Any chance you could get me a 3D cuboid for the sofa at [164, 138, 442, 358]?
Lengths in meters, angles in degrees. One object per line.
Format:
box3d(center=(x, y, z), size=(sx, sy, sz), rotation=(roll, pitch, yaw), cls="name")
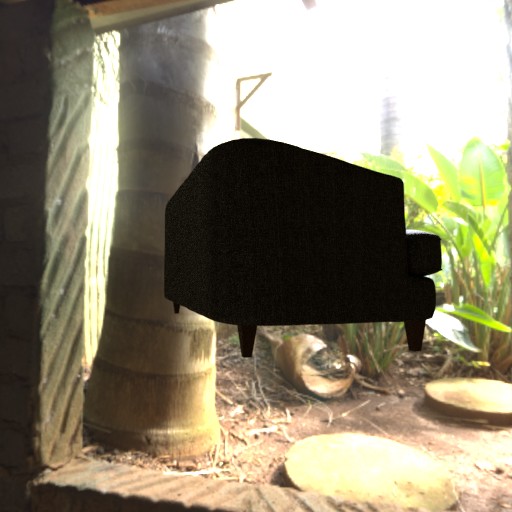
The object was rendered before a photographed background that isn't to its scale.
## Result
box3d(center=(0.000, 0.000, 2.747), size=(0.941, 0.855, 2.278), rotation=(1, -2, -18), cls="sofa")
